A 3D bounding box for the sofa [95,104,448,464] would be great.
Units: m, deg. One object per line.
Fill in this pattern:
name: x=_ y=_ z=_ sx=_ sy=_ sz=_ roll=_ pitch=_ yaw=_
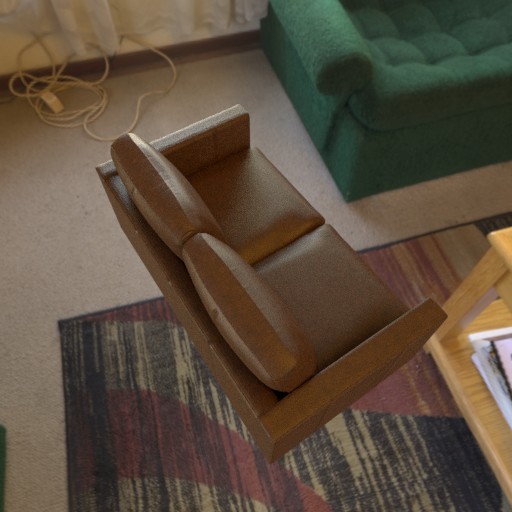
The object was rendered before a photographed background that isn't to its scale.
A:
sofa: x=0.000 y=0.000 z=2.195 sx=0.909 sy=0.951 sz=1.578 roll=-29 pitch=62 yaw=-17
